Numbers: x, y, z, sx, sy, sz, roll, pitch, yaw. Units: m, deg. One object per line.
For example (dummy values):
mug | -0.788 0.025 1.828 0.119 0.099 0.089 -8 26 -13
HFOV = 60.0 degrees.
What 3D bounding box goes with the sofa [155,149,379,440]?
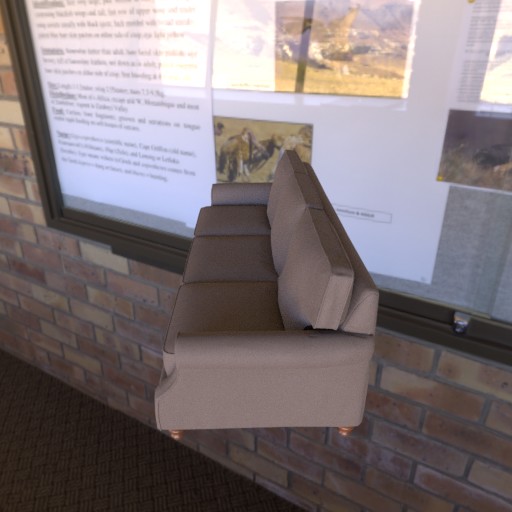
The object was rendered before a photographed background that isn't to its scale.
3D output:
sofa | 0.000 0.000 2.865 0.966 0.948 2.353 -1 26 -1
